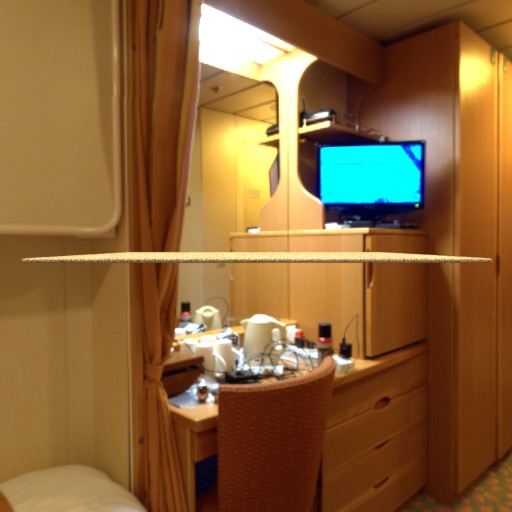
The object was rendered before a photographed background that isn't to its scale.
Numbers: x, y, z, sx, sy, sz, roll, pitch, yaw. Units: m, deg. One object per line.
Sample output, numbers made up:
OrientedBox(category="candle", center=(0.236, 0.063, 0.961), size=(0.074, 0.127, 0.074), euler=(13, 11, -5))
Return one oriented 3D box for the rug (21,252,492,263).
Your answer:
OrientedBox(category="rug", center=(0.000, 0.000, 4.059), size=(3.047, 0.029, 2.438), euler=(0, 1, -1))
